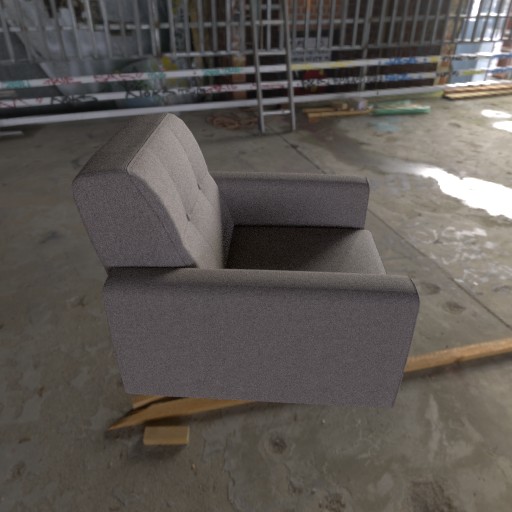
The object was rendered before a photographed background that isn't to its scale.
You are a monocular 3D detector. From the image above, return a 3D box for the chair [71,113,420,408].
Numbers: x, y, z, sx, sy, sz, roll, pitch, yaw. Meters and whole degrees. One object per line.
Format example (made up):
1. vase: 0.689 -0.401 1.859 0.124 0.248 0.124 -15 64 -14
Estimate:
1. chair: 0.000 0.000 1.527 0.907 0.839 0.831 1 33 2
